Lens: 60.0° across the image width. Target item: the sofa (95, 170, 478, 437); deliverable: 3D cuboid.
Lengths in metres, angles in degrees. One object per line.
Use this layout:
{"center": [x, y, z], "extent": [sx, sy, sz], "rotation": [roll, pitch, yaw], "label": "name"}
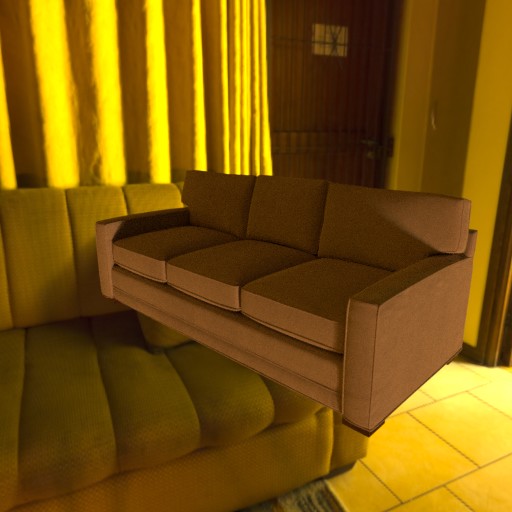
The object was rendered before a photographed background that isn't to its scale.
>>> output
{"center": [0.000, 0.000, 2.567], "extent": [2.093, 0.862, 0.936], "rotation": [15, 22, 42], "label": "sofa"}
